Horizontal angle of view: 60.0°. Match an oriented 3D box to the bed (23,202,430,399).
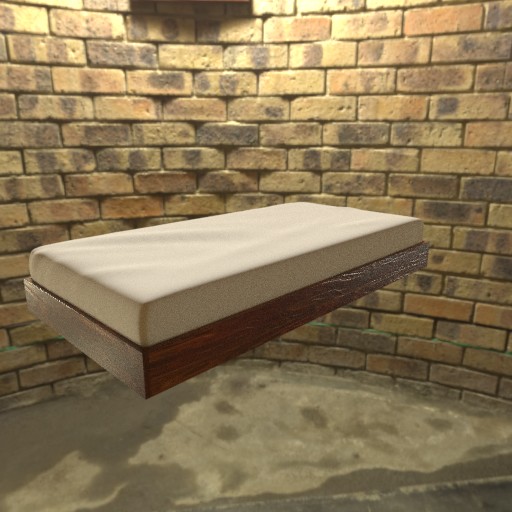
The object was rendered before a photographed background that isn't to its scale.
[{"bbox_3d":[0.000,0.000,2.200,0.940,0.312,1.860,15,22,43],"label":"bed"}]
